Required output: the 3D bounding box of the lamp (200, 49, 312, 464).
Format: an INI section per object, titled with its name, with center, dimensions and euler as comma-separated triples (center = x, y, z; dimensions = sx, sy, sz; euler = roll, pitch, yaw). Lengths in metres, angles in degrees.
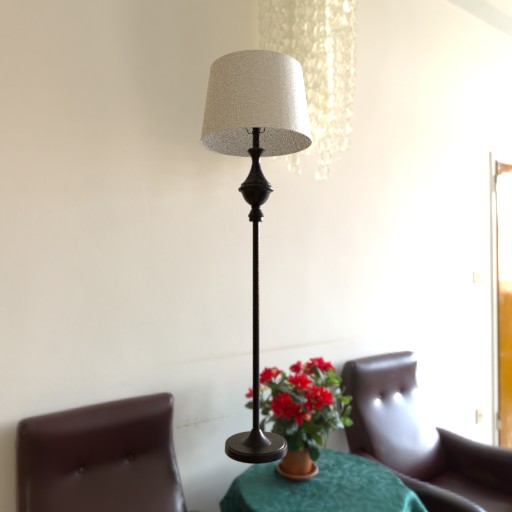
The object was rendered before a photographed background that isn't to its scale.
[lamp]
center = 0.000, 0.000, 1.707
dimensions = 0.431, 1.484, 0.431
euler = 0, -1, 0
